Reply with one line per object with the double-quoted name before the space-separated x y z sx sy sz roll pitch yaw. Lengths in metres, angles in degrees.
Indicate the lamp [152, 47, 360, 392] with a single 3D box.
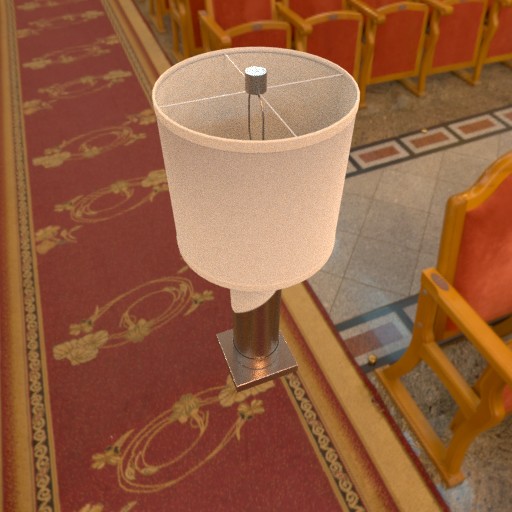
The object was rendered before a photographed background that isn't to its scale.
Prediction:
"lamp" 0.000 0.000 0.607 0.202 0.509 0.202 -16 48 -15
